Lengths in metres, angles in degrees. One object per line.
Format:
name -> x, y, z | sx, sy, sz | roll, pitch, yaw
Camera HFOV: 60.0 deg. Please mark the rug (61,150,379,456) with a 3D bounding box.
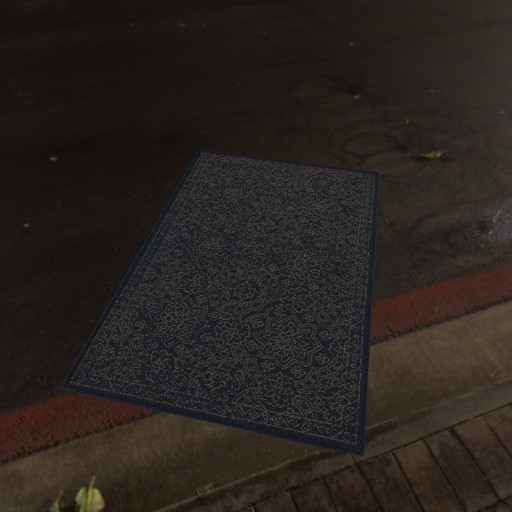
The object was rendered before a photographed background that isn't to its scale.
rug -> 0.000, 0.000, 2.332 | 1.219, 0.010, 1.829 | 9, 46, 9
